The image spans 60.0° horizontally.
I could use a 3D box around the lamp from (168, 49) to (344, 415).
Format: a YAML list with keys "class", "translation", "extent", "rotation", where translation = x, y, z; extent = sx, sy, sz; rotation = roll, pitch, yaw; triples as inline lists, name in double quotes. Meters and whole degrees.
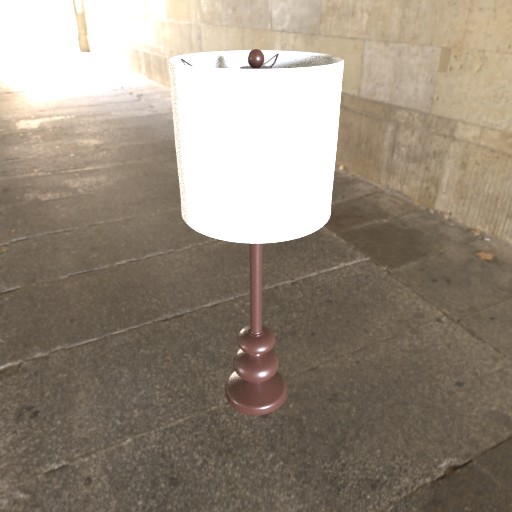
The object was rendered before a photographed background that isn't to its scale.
- class: "lamp"
  translation: [0.000, 0.000, 0.813]
  extent: [0.254, 0.690, 0.254]
  rotation: [9, 31, 16]
